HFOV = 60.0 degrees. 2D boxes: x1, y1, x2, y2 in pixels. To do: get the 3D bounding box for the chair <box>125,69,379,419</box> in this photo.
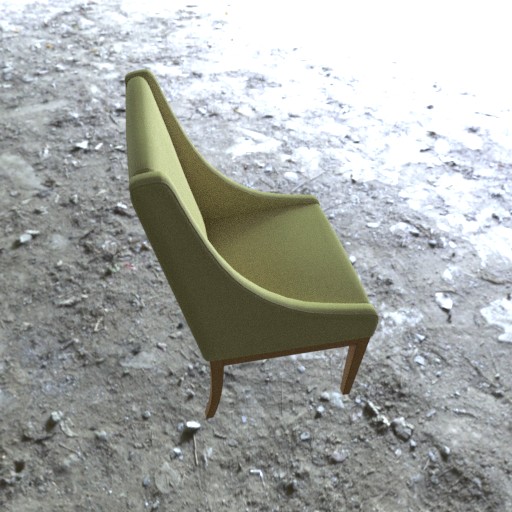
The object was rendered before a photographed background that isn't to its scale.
[{"bbox_3d":[0.000,0.000,1.400,0.611,1.021,0.575,-9,46,-9],"label":"chair"}]
